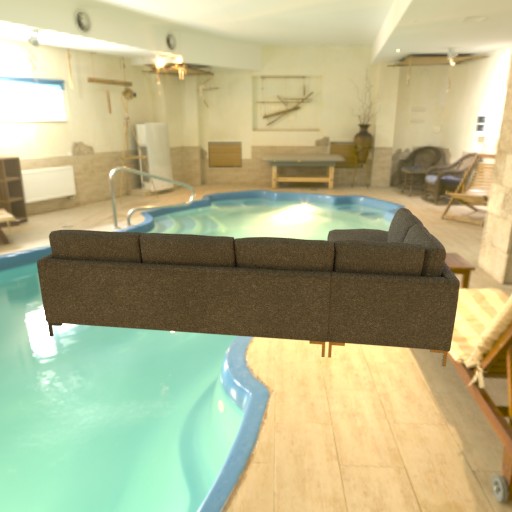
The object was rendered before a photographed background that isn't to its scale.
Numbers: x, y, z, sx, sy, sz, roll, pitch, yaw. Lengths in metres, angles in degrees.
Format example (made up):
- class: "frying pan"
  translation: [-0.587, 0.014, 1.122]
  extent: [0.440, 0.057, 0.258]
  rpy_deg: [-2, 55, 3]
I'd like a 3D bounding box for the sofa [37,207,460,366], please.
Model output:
- class: "sofa"
  translation: [0.000, 0.000, 3.967]
  extent: [2.949, 0.815, 2.007]
  rpy_deg: [3, 17, 8]
